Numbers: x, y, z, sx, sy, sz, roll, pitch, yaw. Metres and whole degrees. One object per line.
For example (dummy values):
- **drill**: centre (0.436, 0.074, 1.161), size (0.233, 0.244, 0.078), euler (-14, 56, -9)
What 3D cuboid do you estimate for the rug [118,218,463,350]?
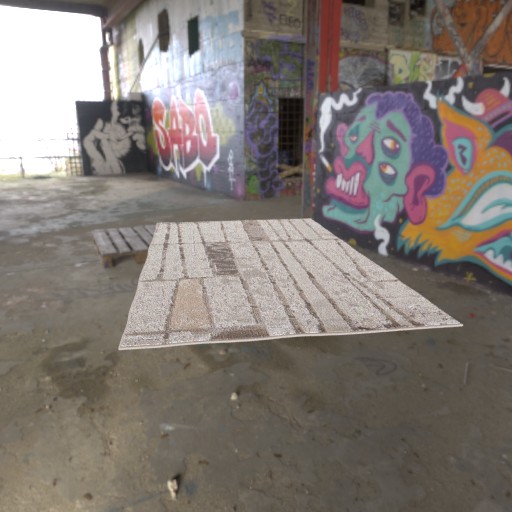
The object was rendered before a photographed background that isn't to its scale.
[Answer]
- **rug**: centre (0.000, 0.000, 1.054), size (0.515, 0.007, 0.867), euler (-2, 16, -8)
